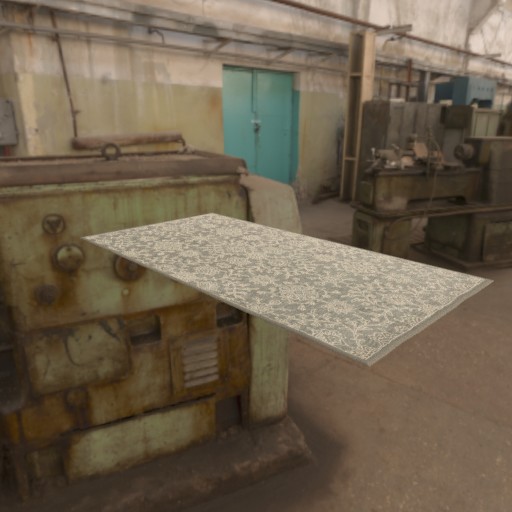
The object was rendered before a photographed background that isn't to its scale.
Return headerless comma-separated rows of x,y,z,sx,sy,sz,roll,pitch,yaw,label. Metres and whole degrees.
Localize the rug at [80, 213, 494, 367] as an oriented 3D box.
0.000,0.000,3.539,1.546,0.011,3.048,-16,24,-42,rug
